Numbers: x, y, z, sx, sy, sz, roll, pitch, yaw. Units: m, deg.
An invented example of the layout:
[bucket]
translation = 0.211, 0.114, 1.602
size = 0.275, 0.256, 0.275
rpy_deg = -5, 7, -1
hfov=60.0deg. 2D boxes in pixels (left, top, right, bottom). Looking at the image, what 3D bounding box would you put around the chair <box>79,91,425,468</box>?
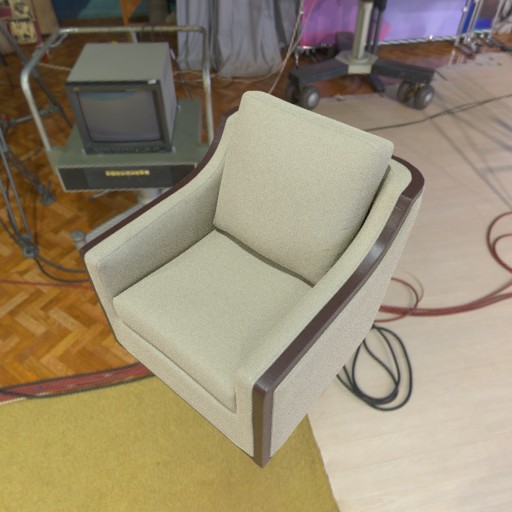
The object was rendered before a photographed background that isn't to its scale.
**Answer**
[chair]
translation = 0.000, 0.000, 1.681
size = 0.870, 0.930, 0.950
rpy_deg = 31, 54, 26
